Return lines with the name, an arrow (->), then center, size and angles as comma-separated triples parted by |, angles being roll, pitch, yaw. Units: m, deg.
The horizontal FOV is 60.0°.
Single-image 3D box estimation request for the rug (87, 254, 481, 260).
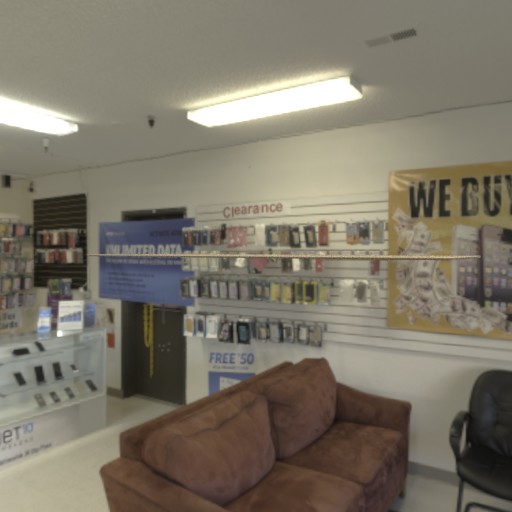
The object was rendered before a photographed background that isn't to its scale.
rug -> 0.000, 0.000, 2.785 | 2.448, 0.012, 0.769 | 0, 1, 35
